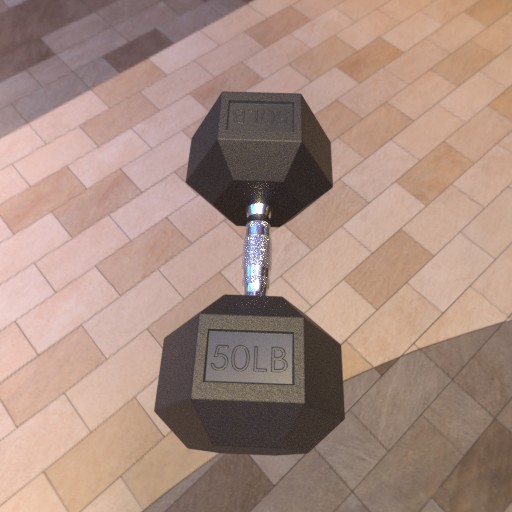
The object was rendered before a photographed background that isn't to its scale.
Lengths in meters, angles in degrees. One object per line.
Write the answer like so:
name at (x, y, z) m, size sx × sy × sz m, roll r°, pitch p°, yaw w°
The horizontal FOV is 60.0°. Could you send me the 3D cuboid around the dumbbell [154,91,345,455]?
dumbbell at (0.000, 0.000, 0.475) m, size 0.173 × 0.150 × 0.384 m, roll 2°, pitch 63°, yaw 1°
